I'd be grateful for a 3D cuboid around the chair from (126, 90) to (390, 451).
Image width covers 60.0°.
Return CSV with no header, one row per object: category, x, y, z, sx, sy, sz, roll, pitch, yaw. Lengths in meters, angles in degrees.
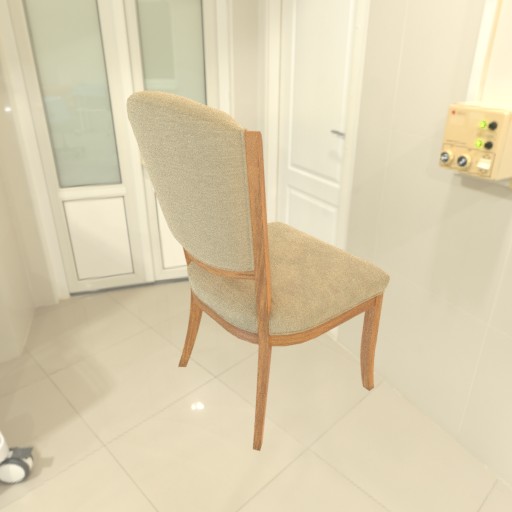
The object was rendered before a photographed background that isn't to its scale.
chair,0.000,0.000,1.254,0.584,0.905,0.513,-18,31,-33
